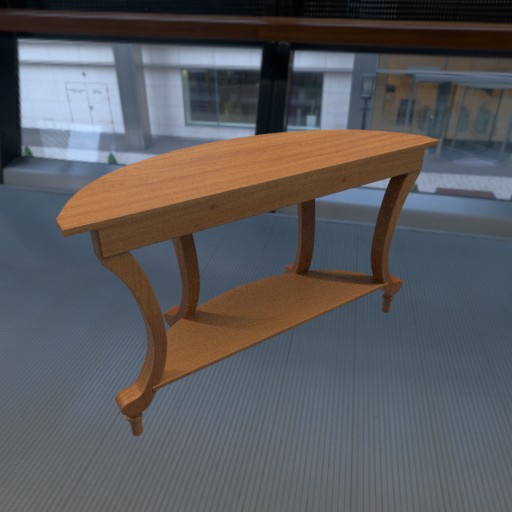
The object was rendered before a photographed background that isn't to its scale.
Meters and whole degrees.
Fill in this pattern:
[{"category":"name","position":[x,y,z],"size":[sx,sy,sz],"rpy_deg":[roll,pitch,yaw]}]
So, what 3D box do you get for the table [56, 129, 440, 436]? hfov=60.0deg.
[{"category":"table","position":[0.000,0.000,1.491],"size":[1.198,0.692,0.394],"rpy_deg":[-18,35,-29]}]
